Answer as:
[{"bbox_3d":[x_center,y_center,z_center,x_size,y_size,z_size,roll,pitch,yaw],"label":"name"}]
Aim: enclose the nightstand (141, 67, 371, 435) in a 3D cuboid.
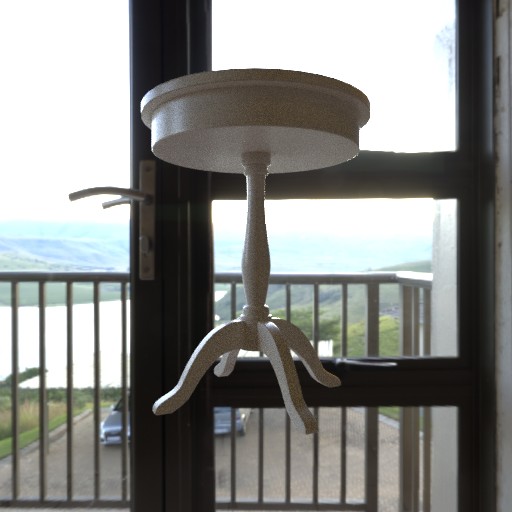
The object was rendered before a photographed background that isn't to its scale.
[{"bbox_3d":[0.000,0.000,1.022,0.513,0.653,0.513,0,0,-17],"label":"nightstand"}]
